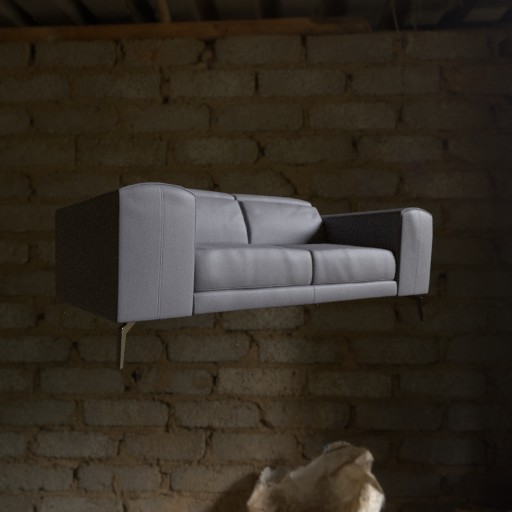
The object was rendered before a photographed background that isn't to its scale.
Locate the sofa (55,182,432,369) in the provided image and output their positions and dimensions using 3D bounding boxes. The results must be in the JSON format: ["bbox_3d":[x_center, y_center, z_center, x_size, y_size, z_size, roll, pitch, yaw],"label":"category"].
[{"bbox_3d":[0.000,0.000,2.448,1.895,0.779,1.003,0,1,-36],"label":"sofa"}]
